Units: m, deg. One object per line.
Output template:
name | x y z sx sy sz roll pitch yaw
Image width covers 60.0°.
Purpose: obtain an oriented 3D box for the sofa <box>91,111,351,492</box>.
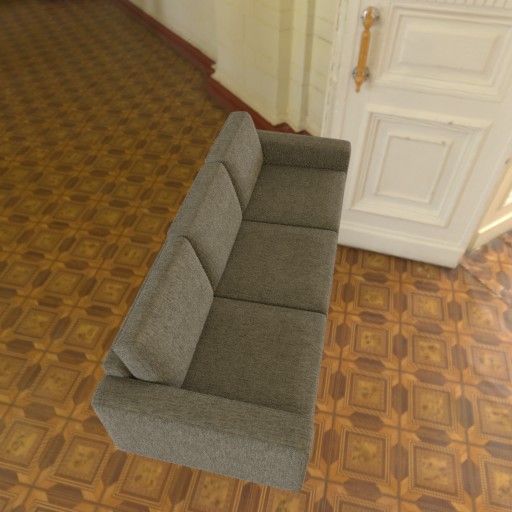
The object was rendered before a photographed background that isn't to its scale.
sofa | 0.000 0.000 2.521 0.900 0.800 2.160 9 47 9
